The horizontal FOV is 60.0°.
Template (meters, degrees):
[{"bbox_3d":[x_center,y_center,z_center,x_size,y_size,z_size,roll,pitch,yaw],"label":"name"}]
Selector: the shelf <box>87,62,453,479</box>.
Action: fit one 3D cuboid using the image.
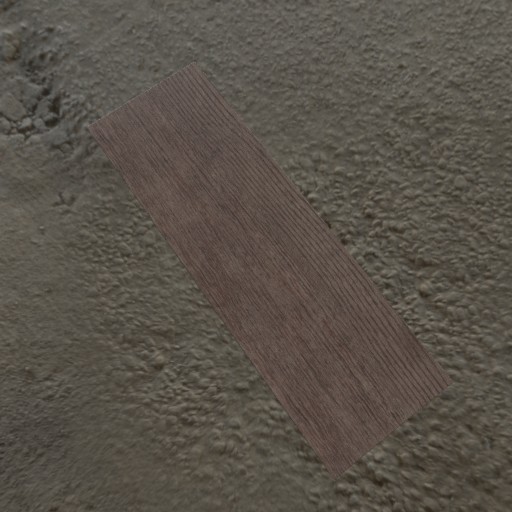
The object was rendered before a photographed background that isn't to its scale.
[{"bbox_3d":[0.000,0.000,0.692,0.200,0.125,0.610,-35,78,-9],"label":"shelf"}]
